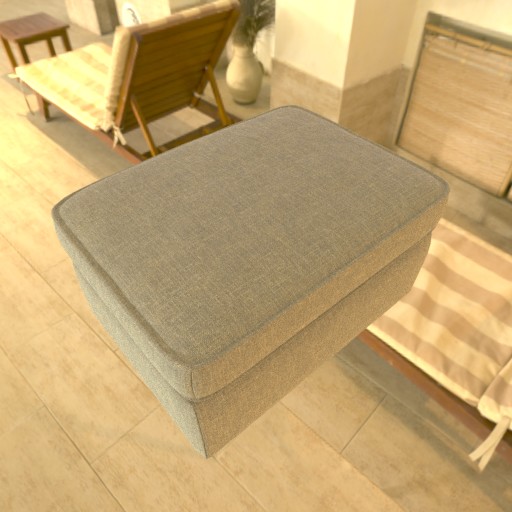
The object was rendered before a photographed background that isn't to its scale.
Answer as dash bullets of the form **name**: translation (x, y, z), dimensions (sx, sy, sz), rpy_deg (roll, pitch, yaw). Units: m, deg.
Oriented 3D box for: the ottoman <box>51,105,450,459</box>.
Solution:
- **ottoman**: translation (0.000, 0.000, 1.109), dimensions (0.762, 0.457, 0.559), rpy_deg (-31, 53, -27)
